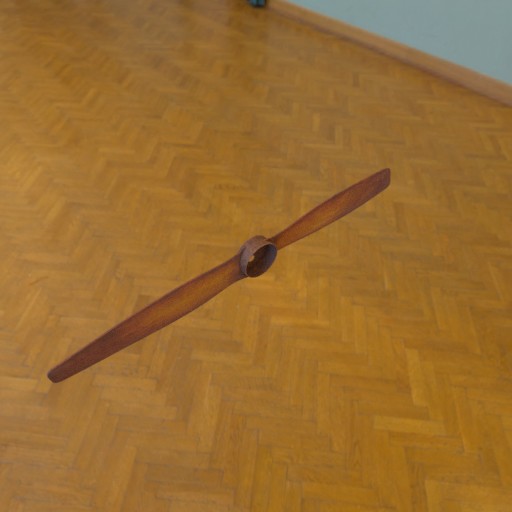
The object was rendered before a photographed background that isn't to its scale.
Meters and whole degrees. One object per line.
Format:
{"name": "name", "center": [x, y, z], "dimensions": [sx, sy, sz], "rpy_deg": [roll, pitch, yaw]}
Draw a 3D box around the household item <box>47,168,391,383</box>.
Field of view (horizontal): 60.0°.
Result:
{"name": "household item", "center": [0.000, 0.000, 1.236], "dimensions": [1.181, 0.121, 0.051], "rpy_deg": [-31, 53, -27]}
